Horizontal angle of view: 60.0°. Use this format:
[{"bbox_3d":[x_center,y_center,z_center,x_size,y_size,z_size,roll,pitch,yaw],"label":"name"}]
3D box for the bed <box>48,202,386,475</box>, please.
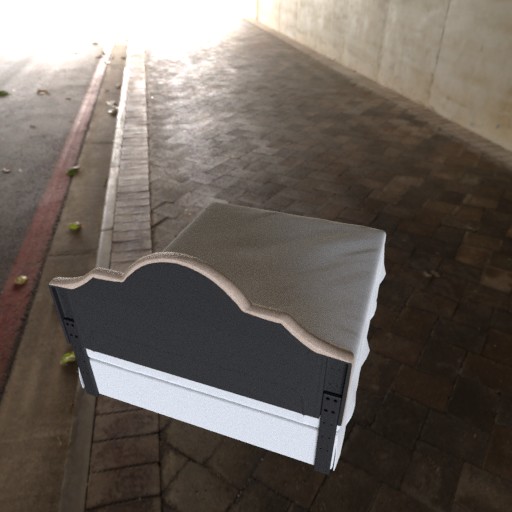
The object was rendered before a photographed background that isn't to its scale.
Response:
[{"bbox_3d":[0.000,0.000,2.964,1.667,1.194,1.970,11,35,17],"label":"bed"}]
